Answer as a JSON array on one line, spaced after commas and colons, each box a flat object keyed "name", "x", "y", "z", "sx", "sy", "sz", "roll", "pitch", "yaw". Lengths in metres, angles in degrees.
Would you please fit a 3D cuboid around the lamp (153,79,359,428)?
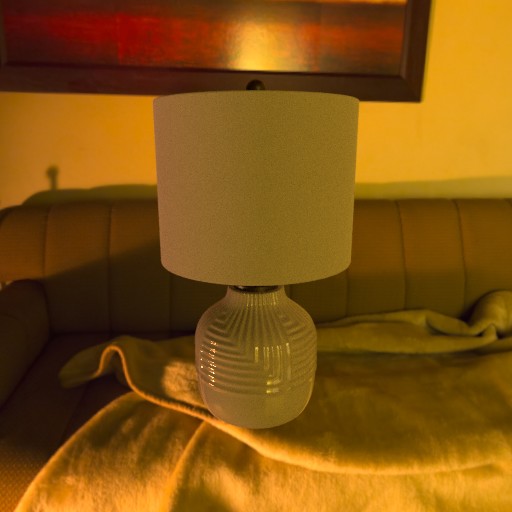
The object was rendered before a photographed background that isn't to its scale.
[{"name": "lamp", "x": 0.000, "y": 0.000, "z": 0.759, "sx": 0.318, "sy": 0.567, "sz": 0.318, "roll": 0, "pitch": 14, "yaw": 0}]
